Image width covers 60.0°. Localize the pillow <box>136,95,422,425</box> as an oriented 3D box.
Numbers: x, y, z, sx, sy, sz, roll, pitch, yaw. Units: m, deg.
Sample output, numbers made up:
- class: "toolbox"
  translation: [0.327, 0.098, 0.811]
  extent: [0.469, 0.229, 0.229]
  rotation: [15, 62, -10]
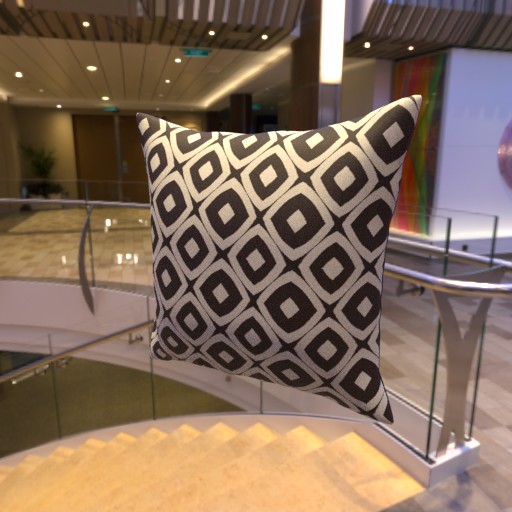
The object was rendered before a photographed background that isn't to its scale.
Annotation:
- class: "pillow"
  translation: [0.000, 0.000, 0.761]
  extent: [0.504, 0.494, 0.188]
  rotation: [7, 15, 28]
